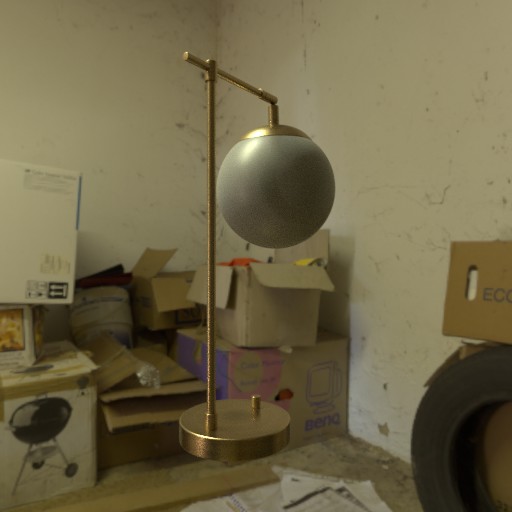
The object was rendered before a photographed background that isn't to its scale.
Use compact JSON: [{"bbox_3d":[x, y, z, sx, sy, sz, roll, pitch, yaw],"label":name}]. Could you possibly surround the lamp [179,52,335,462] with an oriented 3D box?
[{"bbox_3d":[0.000,0.000,0.729,0.207,0.559,0.324,0,0,36],"label":"lamp"}]
